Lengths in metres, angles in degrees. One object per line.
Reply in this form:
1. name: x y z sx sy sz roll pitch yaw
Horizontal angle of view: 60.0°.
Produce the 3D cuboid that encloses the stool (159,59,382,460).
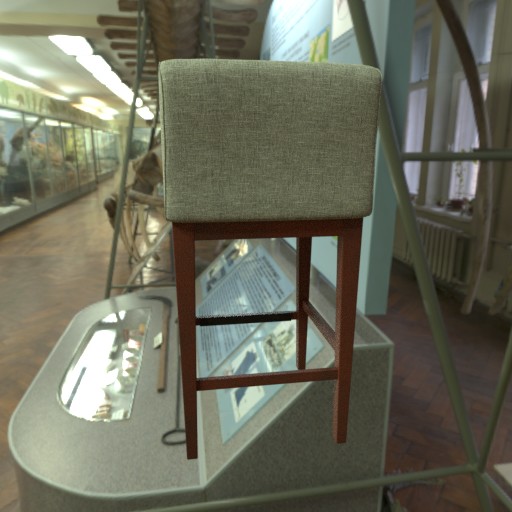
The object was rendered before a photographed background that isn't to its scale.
1. stool: 0.000 0.000 1.100 0.417 0.835 0.459 -2 14 -9
